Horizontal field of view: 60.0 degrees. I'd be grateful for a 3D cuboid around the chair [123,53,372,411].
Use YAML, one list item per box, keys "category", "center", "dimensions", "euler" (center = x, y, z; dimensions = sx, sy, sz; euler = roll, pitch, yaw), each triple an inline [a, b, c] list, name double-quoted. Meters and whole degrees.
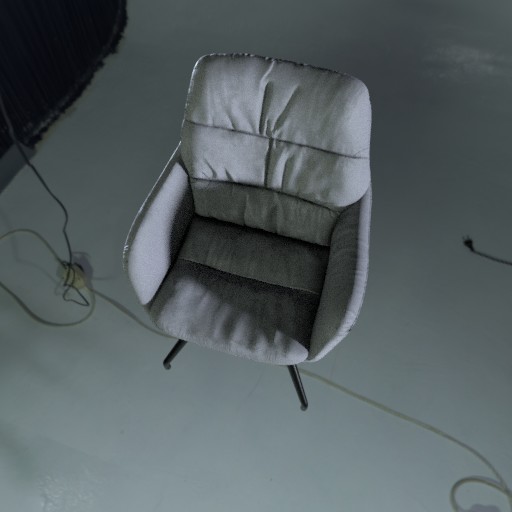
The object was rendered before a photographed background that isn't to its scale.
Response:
- category: "chair"
  center: [0.000, 0.000, 1.228]
  dimensions: [0.579, 0.888, 0.569]
  euler: [14, 60, 8]
